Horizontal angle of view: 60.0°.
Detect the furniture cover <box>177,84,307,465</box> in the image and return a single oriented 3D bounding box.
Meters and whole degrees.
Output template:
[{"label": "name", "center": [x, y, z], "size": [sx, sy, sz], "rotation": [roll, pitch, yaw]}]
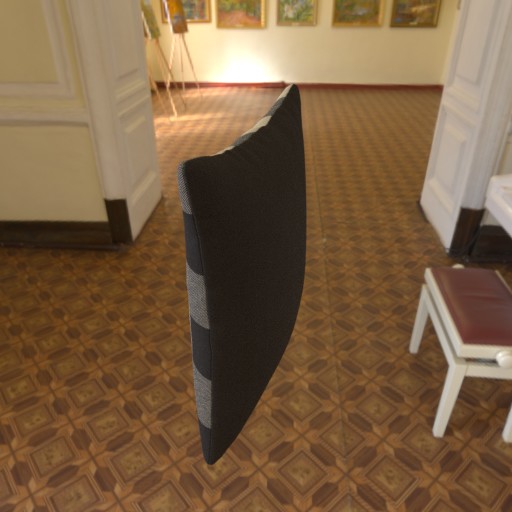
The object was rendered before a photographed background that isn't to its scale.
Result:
[{"label": "furniture cover", "center": [0.000, 0.000, 0.799], "size": [0.161, 0.509, 0.511], "rotation": [9, 32, 15]}]
